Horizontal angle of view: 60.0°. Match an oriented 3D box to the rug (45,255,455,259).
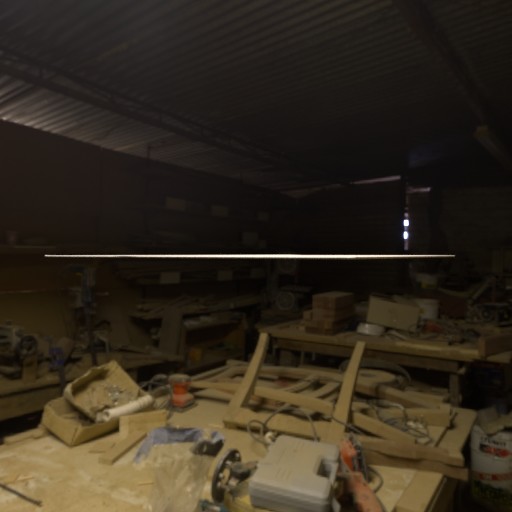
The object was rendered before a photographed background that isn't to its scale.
[{"bbox_3d":[0.000,0.000,4.144,3.009,0.019,2.423,0,0,35],"label":"rug"}]
